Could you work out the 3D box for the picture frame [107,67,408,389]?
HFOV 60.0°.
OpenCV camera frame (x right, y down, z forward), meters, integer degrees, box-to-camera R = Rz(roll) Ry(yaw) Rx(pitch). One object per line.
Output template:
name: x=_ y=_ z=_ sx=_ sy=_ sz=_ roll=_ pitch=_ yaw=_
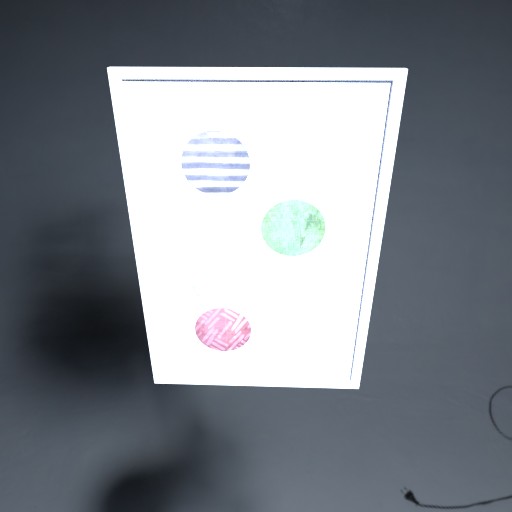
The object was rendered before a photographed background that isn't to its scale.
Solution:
picture frame: x=0.000 y=0.000 z=0.837 sx=0.457 sy=0.657 sz=0.013 roll=1 pitch=29 yaw=2
